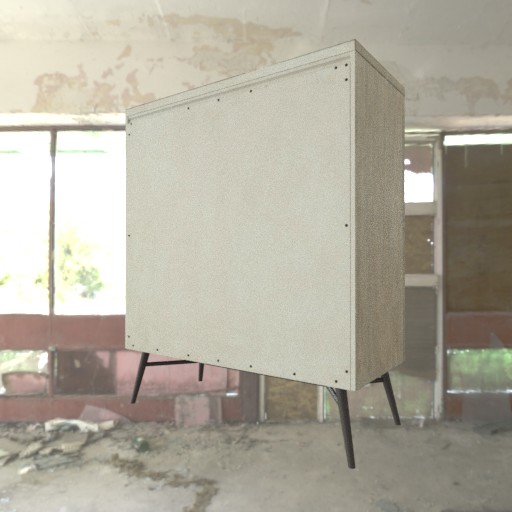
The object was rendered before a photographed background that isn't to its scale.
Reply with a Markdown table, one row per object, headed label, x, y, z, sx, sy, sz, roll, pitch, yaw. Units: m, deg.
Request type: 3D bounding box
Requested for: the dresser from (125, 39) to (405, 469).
| label | x | y | z | sx | sy | sz | roll | pitch | yaw |
| --- | --- | --- | --- | --- | --- | --- | --- | --- | --- |
| dresser | 0.000 | 0.000 | 1.726 | 1.016 | 1.219 | 0.457 | 0 | 0 | 36 |
